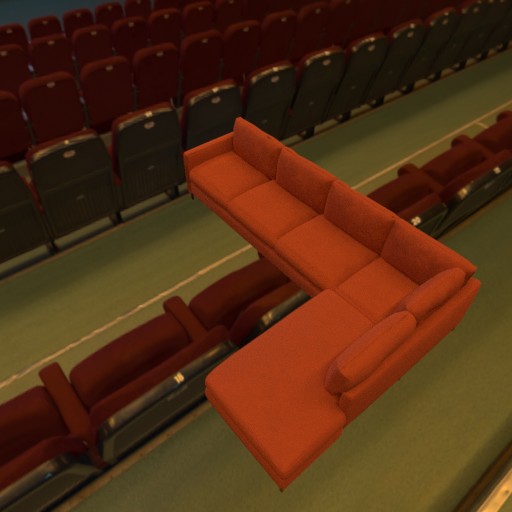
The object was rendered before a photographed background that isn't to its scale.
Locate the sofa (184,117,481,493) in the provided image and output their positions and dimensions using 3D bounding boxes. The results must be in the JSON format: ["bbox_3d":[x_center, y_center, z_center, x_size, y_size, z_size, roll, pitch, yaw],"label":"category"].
[{"bbox_3d":[0.000,0.000,3.500,1.879,0.757,2.736,-31,54,-26],"label":"sofa"}]
